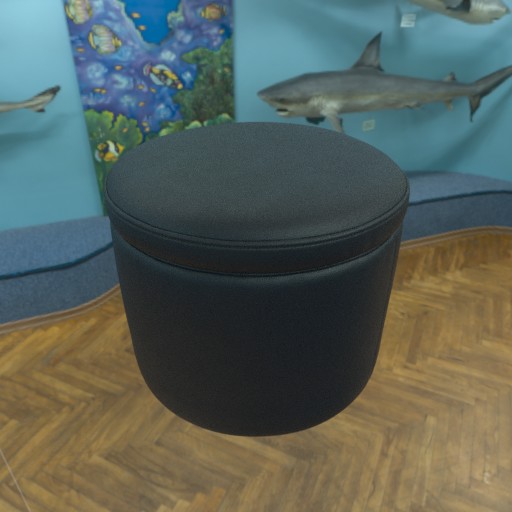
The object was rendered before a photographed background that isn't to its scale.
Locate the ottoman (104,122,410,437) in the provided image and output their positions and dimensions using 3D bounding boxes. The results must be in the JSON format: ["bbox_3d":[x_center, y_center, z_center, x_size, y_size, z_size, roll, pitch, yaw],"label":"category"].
[{"bbox_3d":[0.000,0.000,0.835,0.501,0.409,0.501,0,32,0],"label":"ottoman"}]
